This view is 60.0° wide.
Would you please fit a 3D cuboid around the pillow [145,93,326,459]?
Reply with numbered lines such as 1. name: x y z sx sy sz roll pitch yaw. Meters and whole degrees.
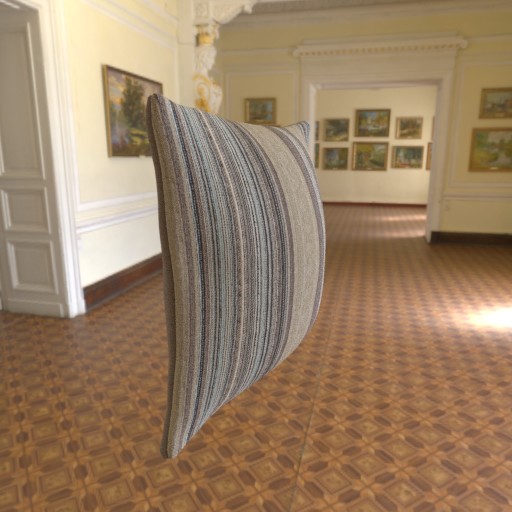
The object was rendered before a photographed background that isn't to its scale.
1. pillow: 0.000 0.000 0.664 0.189 0.416 0.435 6 14 26
